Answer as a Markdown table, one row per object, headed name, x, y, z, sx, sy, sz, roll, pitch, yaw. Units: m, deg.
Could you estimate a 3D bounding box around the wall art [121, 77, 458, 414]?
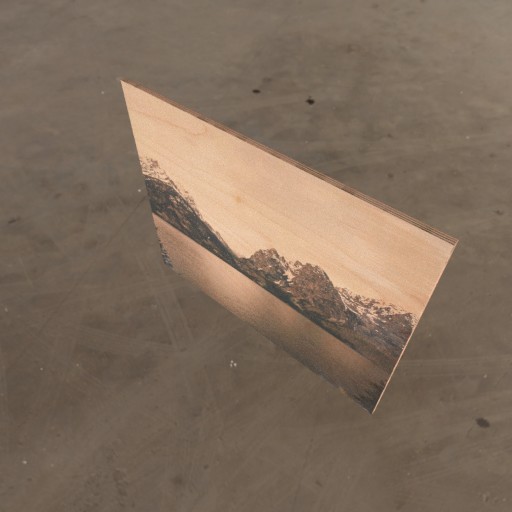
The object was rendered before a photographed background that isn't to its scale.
| name | x | y | z | sx | sy | sz | roll | pitch | yaw |
| --- | --- | --- | --- | --- | --- | --- | --- | --- | --- |
| wall art | 0.000 | 0.000 | 0.689 | 0.508 | 0.408 | 0.010 | 32 | 56 | 26 |
